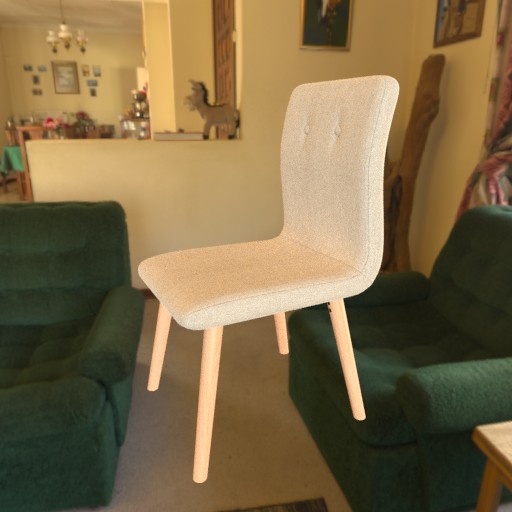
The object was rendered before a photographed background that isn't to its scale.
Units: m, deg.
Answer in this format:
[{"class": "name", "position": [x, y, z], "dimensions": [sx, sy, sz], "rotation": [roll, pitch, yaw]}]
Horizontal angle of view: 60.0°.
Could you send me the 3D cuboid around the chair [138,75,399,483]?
[{"class": "chair", "position": [0.000, 0.000, 1.172], "dimensions": [0.550, 0.885, 0.435], "rotation": [-9, 19, -26]}]
